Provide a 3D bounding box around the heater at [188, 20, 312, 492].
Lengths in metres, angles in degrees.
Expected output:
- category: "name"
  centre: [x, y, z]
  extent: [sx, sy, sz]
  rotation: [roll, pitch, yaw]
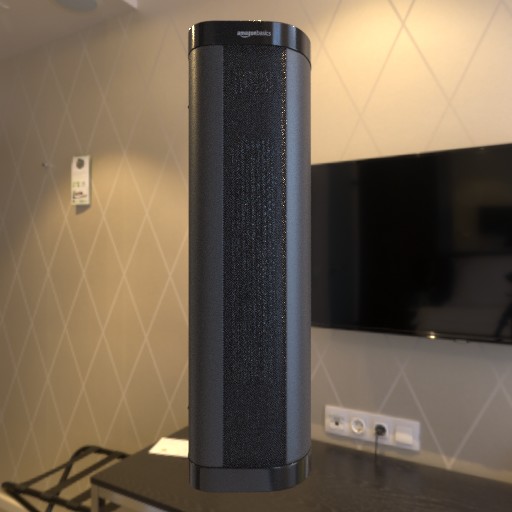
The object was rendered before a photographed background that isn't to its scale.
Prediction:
- category: "heater"
  centre: [0.000, 0.000, 0.672]
  extent: [0.174, 0.552, 0.312]
  rotation: [0, 0, 0]
